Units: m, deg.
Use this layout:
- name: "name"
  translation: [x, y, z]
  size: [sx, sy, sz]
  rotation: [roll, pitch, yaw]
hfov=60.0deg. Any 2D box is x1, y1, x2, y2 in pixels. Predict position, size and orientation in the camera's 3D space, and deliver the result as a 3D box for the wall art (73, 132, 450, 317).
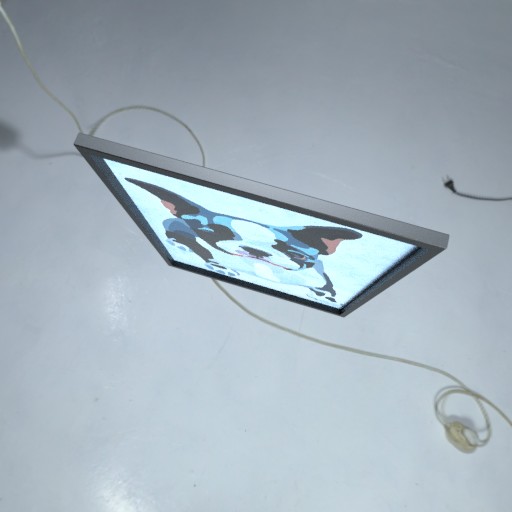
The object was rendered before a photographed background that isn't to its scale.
- name: "wall art"
  translation: [0.000, 0.000, 1.379]
  size: [0.774, 1.027, 0.030]
  rotation: [16, 75, 4]
